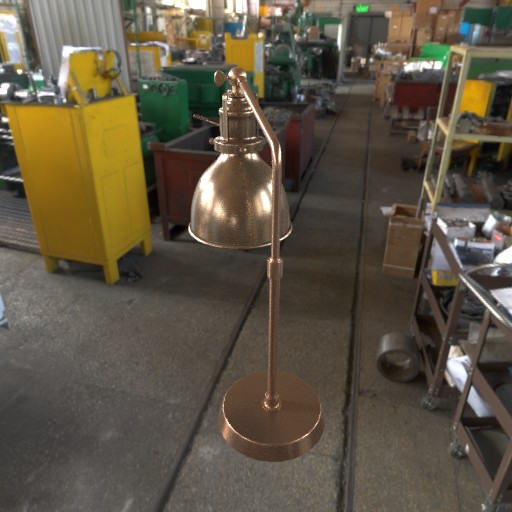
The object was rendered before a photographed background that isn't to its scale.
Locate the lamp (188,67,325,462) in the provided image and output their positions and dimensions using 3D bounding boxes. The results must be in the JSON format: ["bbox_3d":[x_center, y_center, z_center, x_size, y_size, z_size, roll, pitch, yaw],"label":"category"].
[{"bbox_3d":[0.000,0.000,0.591,0.153,0.456,0.286,-9,29,-17],"label":"lamp"}]
